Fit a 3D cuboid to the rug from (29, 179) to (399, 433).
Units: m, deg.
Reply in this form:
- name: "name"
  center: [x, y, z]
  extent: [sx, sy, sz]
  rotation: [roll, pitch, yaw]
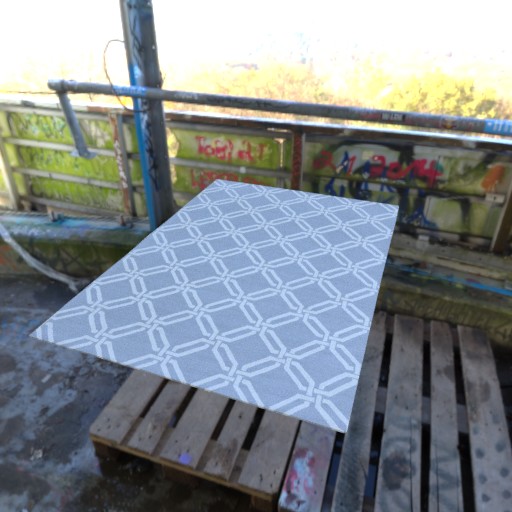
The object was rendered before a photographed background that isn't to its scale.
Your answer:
- name: "rug"
  center: [0.000, 0.000, 2.736]
  extent: [1.522, 0.013, 2.133]
  rotation: [11, 33, 17]
